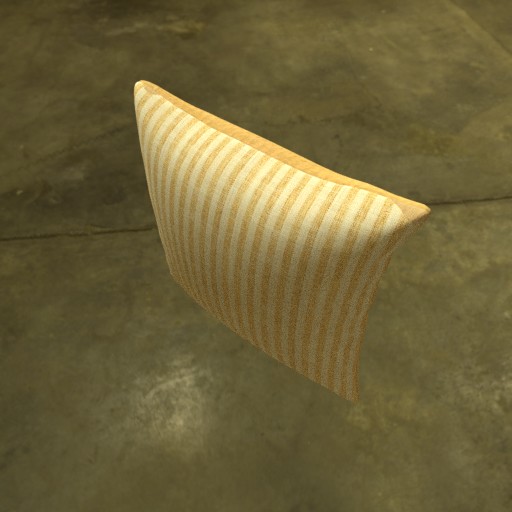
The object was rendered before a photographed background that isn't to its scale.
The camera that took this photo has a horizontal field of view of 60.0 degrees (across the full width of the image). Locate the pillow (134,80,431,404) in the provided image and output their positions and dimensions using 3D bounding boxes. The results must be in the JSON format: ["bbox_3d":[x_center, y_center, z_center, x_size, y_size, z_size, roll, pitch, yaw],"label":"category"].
[{"bbox_3d":[0.000,0.000,0.646,0.419,0.407,0.173,31,55,25],"label":"pillow"}]
